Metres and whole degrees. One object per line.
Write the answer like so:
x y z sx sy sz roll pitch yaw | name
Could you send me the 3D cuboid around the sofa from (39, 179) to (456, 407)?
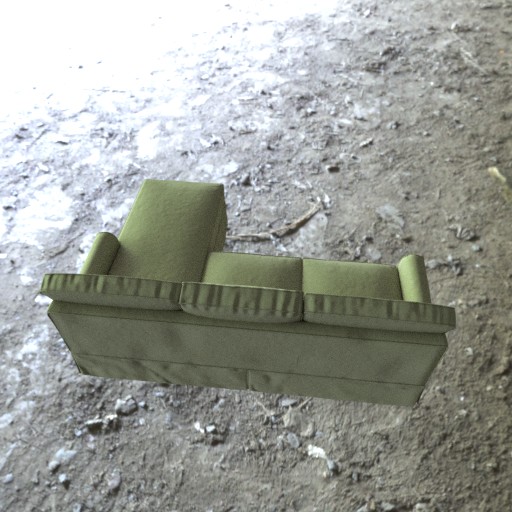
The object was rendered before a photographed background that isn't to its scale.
0.000 0.000 3.369 2.475 0.978 1.733 4 47 4 | sofa
